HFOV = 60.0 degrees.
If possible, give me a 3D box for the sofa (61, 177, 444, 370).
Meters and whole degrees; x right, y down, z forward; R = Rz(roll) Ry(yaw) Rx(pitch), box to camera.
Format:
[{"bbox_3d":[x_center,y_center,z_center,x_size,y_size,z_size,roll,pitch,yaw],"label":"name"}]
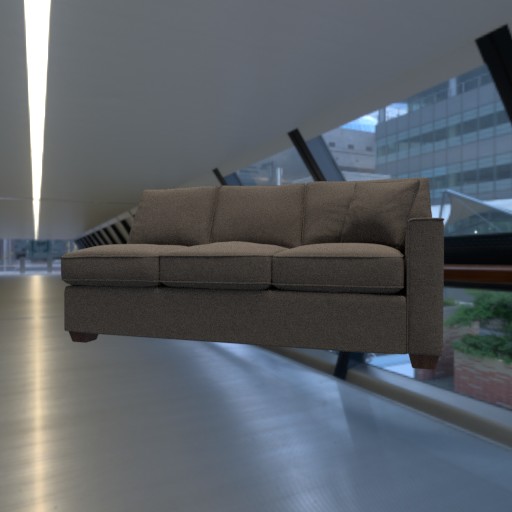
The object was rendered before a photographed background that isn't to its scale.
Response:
[{"bbox_3d":[0.000,0.000,2.594,1.963,0.946,1.034,0,1,18],"label":"sofa"}]
